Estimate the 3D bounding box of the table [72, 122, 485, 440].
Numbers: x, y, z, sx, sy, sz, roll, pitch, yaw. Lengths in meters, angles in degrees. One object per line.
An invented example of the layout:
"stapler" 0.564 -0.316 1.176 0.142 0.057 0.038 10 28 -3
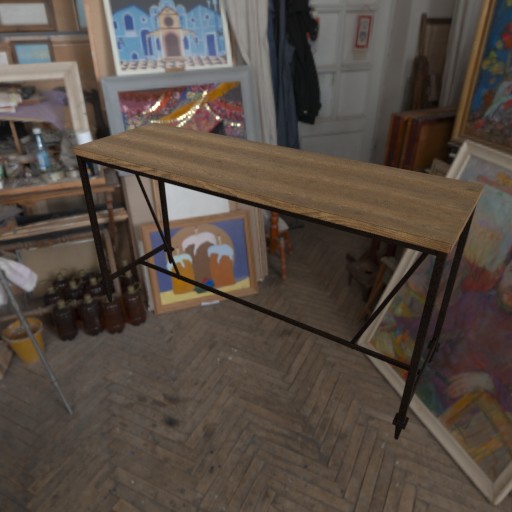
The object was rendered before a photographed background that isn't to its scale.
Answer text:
"table" 0.000 0.000 2.094 1.700 0.902 0.551 18 35 28
